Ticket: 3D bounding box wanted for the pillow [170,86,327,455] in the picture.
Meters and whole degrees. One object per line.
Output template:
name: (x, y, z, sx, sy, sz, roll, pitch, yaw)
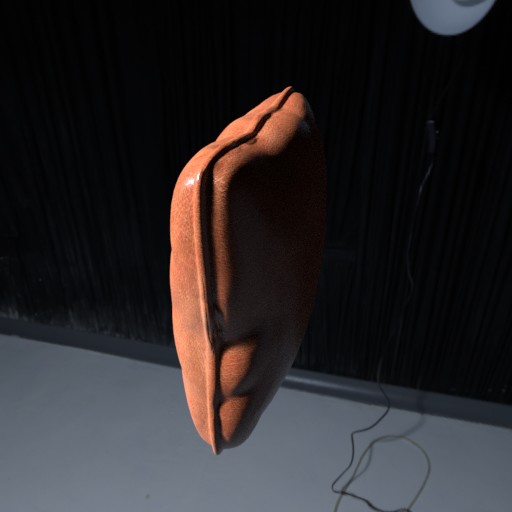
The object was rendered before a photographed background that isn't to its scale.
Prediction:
pillow: (0.000, 0.000, 0.828, 0.236, 0.523, 0.532, 8, 32, 14)
